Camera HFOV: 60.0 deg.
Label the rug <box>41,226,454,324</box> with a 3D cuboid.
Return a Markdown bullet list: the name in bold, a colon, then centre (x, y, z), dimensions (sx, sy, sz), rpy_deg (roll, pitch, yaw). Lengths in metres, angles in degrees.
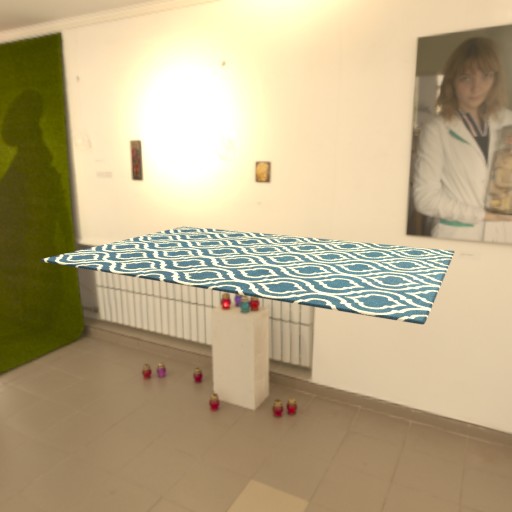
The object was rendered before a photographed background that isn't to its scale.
- **rug**: centre (0.000, 0.000, 2.228), dimensions (1.753, 0.010, 1.143), rpy_deg (7, 15, 27)
